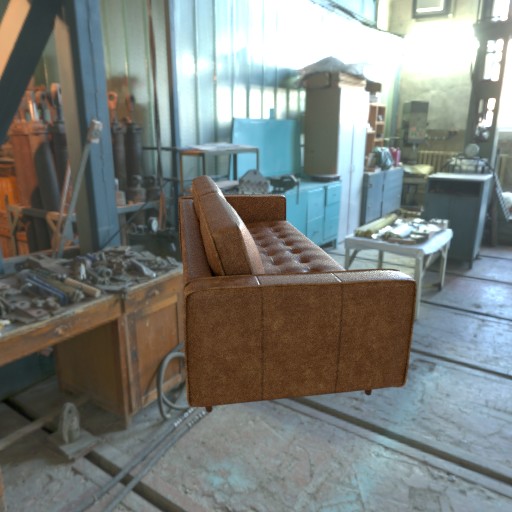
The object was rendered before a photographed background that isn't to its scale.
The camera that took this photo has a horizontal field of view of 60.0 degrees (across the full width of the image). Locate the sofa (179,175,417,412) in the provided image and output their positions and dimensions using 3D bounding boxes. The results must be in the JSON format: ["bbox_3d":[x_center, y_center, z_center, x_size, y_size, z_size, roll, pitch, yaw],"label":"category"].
[{"bbox_3d":[0.000,0.000,2.631,0.886,0.779,2.199,-3,17,-10],"label":"sofa"}]
